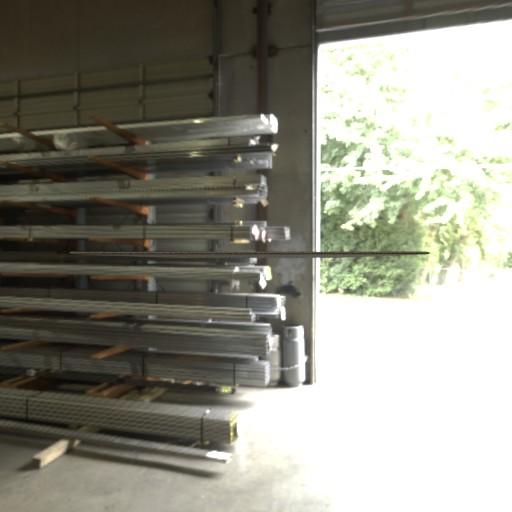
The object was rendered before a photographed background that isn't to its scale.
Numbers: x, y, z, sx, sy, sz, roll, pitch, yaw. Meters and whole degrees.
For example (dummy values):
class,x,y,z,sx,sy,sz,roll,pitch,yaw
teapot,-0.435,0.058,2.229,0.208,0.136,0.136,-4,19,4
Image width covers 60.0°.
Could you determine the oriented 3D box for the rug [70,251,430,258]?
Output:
class,x,y,z,sx,sy,sz,roll,pitch,yaw
rug,0.000,0.000,3.092,1.524,0.012,2.438,0,-1,2
